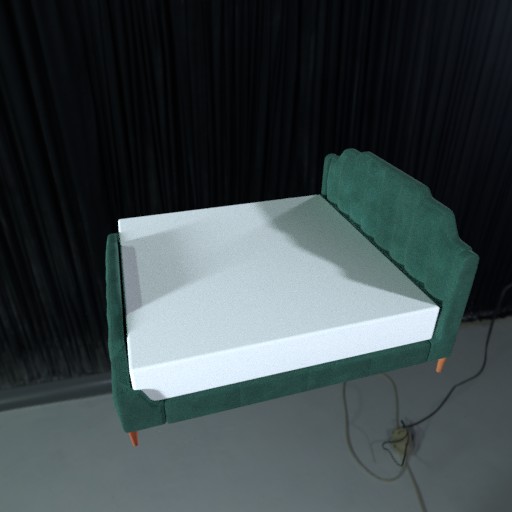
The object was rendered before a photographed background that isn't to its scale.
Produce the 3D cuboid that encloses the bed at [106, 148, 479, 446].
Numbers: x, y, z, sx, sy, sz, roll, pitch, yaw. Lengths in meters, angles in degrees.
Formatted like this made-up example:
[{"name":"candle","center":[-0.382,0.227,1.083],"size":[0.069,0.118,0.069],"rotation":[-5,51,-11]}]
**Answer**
[{"name":"bed","center":[0.000,0.000,3.542],"size":[2.340,1.245,2.074],"rotation":[-9,32,-14]}]
